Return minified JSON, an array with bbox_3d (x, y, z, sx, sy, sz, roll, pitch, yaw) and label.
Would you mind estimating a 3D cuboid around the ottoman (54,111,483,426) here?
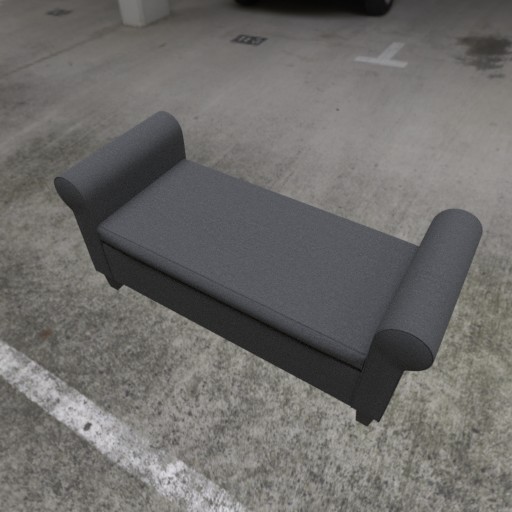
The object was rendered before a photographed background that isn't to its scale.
[{"bbox_3d":[0.000,0.000,1.535,1.256,0.547,0.521,24,50,21],"label":"ottoman"}]
